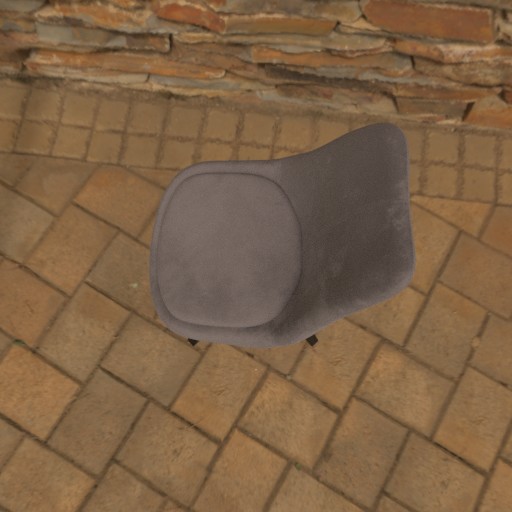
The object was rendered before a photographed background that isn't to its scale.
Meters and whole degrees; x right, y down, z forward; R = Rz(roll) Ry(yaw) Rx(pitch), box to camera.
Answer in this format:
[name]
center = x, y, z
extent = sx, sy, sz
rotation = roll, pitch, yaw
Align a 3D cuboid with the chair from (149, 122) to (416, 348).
[chair]
center = 0.000, 0.000, 1.175
extent = 0.550, 0.850, 0.485
rotation = 2, 76, 0
